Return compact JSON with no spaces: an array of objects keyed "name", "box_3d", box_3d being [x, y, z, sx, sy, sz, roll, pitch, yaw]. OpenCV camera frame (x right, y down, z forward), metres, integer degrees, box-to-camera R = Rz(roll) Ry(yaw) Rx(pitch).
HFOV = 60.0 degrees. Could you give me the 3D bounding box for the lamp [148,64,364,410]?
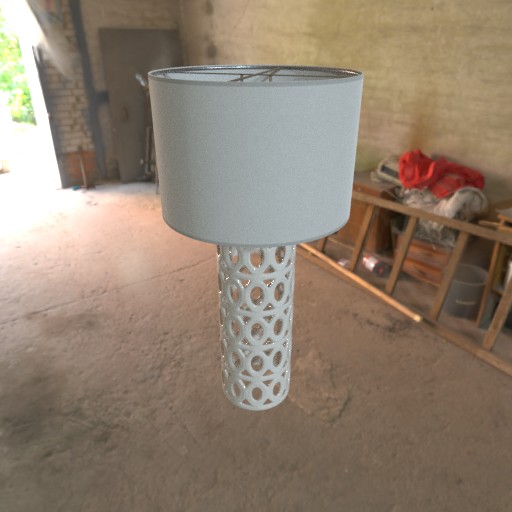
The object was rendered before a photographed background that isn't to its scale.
[{"name":"lamp","box_3d":[0.000,0.000,0.825,0.325,0.636,0.324,8,28,15]}]
